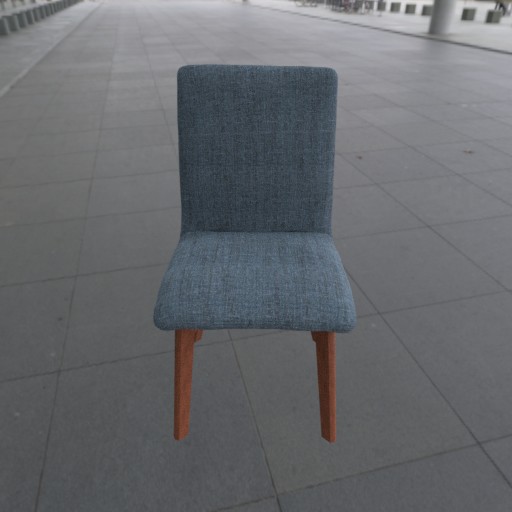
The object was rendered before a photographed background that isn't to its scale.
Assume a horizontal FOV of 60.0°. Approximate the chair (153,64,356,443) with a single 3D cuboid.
[{"bbox_3d":[0.000,0.000,1.303,0.522,0.974,0.563,0,32,1],"label":"chair"}]
